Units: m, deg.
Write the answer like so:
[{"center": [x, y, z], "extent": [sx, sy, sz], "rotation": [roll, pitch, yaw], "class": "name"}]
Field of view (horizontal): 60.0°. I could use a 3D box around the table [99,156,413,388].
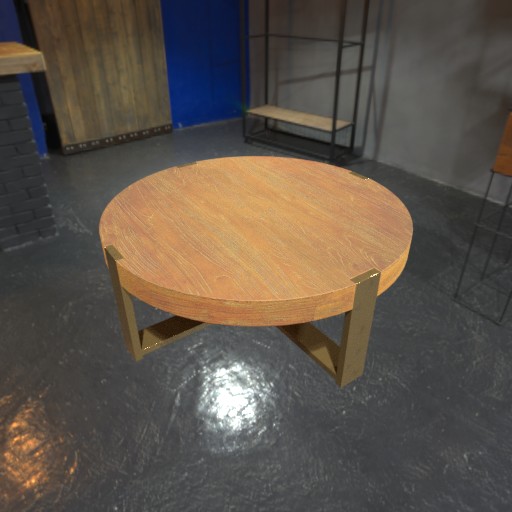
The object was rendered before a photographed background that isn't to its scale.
[{"center": [0.000, 0.000, 1.740], "extent": [1.100, 0.420, 1.100], "rotation": [0, 32, 0], "class": "table"}]
